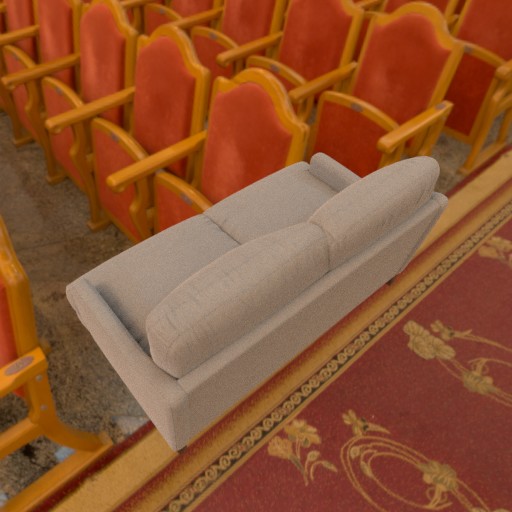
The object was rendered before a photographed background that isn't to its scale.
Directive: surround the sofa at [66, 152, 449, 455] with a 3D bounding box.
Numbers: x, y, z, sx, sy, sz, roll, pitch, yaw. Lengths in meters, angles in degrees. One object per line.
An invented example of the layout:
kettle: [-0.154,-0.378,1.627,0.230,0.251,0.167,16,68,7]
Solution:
sofa: [0.000,0.000,2.146,1.589,0.921,0.987,-32,54,-27]
